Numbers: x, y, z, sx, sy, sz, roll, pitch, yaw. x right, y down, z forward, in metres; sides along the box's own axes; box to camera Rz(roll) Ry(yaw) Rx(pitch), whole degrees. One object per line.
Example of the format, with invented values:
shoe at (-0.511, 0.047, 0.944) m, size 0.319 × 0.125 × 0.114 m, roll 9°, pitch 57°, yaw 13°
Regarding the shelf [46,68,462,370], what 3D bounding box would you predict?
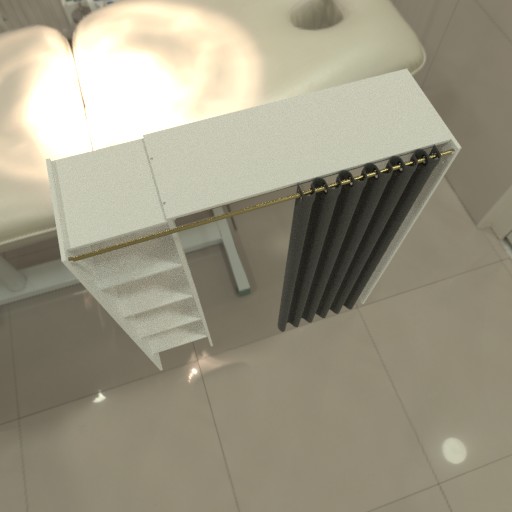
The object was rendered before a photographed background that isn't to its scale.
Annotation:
shelf at (0.000, 0.000, 2.580) m, size 1.600 × 1.810 × 0.500 m, roll -17°, pitch 65°, yaw -8°
